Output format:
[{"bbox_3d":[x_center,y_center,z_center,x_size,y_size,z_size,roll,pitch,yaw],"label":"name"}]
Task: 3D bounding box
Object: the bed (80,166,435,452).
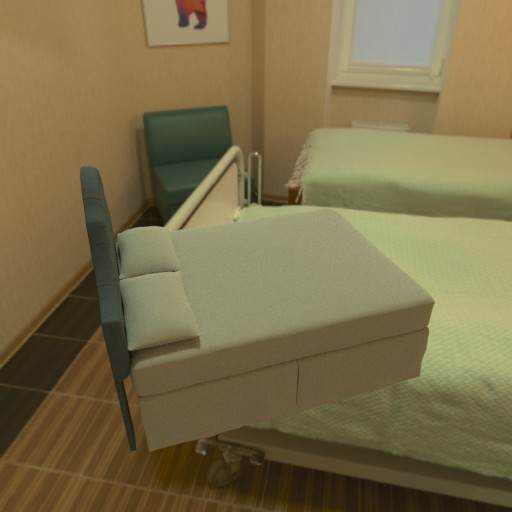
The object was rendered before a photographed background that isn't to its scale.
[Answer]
[{"bbox_3d":[0.000,0.000,3.269,2.155,1.575,1.636,-10,33,-16],"label":"bed"}]
